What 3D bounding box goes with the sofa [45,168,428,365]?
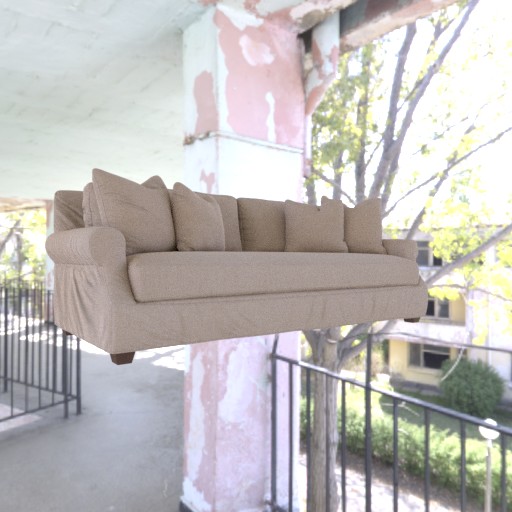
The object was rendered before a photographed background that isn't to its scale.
[{"bbox_3d":[0.000,0.000,2.795,2.285,0.904,1.067,0,0,-36],"label":"sofa"}]
